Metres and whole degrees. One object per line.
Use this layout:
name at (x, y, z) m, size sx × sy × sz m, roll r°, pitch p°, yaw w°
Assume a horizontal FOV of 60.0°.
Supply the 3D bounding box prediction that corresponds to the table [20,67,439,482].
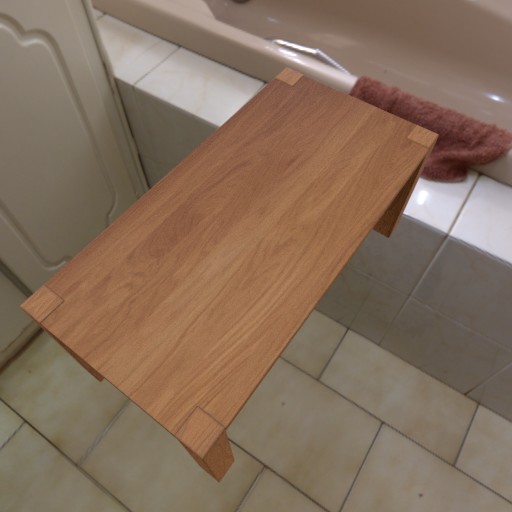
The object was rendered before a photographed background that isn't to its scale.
table at (0.000, 0.000, 2.240) m, size 0.900 × 0.760 × 1.800 m, roll 32°, pitch 63°, yaw 18°
